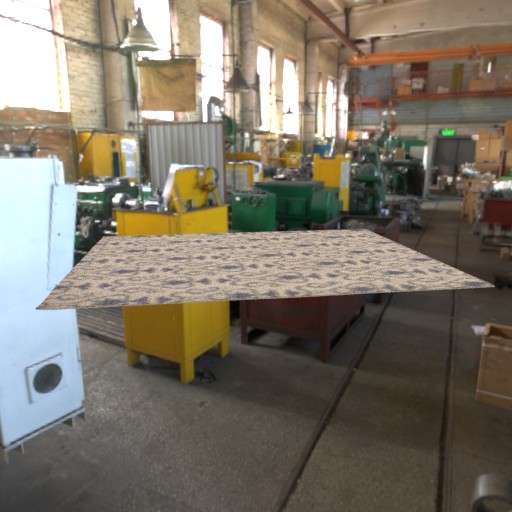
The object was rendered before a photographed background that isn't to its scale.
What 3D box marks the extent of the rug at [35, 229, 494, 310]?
[{"bbox_3d":[0.000,0.000,4.192,3.205,0.015,2.437,-2,14,-9],"label":"rug"}]
